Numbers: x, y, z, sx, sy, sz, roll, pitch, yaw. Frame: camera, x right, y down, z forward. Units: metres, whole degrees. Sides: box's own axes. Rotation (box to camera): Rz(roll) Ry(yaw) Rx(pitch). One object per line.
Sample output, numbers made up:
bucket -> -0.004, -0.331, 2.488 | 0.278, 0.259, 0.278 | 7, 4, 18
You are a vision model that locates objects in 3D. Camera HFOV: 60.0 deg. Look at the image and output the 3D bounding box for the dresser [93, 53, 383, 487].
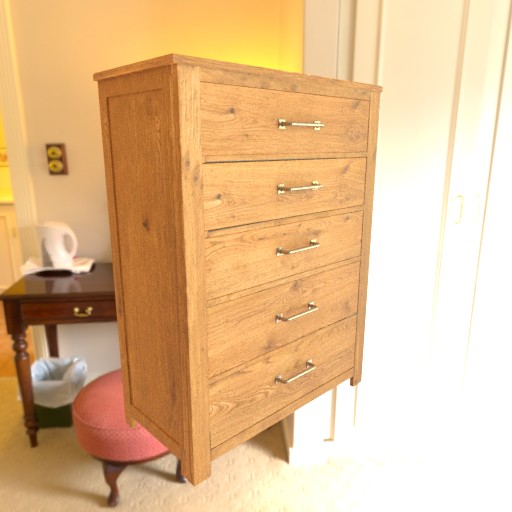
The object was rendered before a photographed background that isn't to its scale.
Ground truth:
dresser -> 0.000, 0.000, 1.921 | 1.081, 1.431, 0.558 | -13, 19, -42
